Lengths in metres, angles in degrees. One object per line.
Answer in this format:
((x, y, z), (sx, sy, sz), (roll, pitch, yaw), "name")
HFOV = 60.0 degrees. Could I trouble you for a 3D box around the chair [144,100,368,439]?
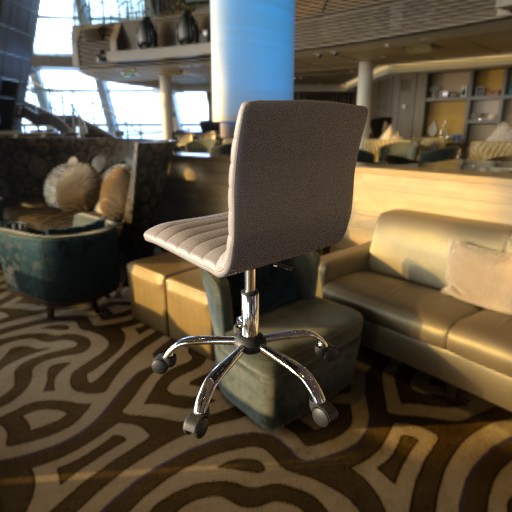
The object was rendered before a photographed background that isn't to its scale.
((0.000, 0.000, 1.151), (0.569, 0.750, 0.542), (-15, 22, -42), "chair")
